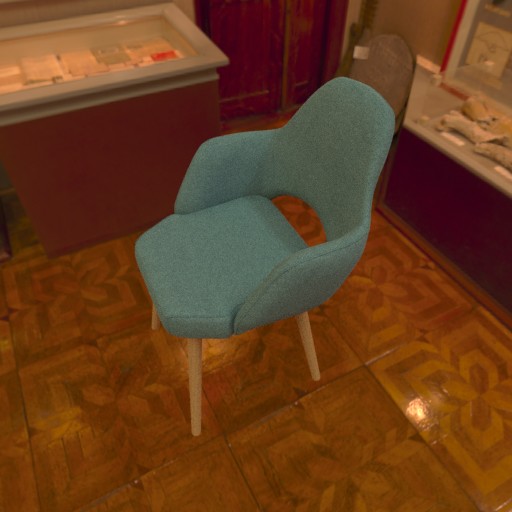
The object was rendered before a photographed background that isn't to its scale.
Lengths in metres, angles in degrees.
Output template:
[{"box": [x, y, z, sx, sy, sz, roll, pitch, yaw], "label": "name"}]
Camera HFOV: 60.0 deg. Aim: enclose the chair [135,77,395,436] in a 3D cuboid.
[{"box": [0.000, 0.000, 1.331, 0.666, 0.920, 0.589, -19, 48, -18], "label": "chair"}]
